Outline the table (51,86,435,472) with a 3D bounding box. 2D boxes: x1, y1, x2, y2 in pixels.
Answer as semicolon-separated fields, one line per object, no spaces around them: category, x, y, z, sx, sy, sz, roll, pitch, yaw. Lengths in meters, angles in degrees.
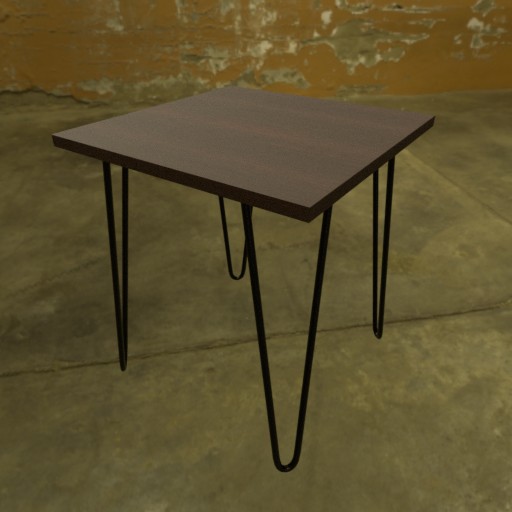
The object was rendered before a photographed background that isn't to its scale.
table;0.000;0.000;0.946;0.495;0.559;0.495;20;37;29
